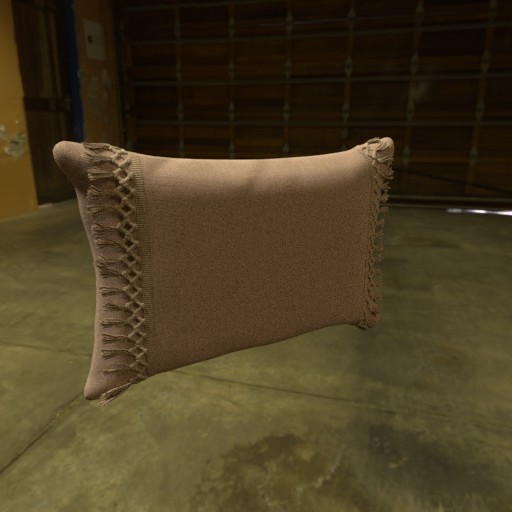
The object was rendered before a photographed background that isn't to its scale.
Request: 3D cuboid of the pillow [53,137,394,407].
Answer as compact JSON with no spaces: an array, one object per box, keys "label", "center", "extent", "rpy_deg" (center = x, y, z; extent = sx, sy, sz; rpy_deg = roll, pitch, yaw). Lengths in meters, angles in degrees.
[{"label":"pillow","center":[0.000,0.000,0.592],"extent":[0.466,0.305,0.084],"rpy_deg":[-8,17,-27]}]
